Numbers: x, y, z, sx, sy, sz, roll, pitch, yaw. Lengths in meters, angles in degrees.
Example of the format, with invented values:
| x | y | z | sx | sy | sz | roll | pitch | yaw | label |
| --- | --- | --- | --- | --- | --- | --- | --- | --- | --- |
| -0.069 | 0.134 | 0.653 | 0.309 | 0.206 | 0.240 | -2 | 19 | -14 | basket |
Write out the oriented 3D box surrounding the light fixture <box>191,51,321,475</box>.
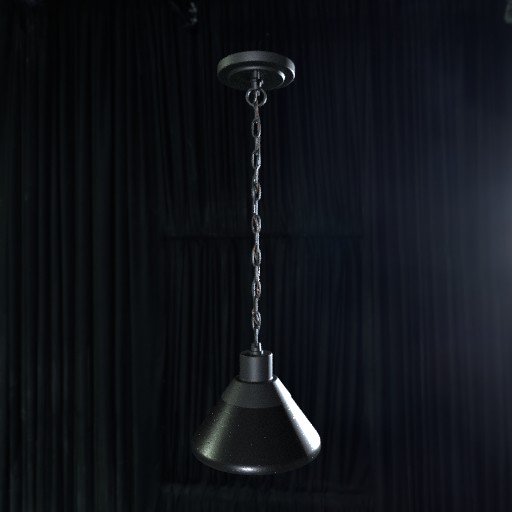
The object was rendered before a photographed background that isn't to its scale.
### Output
| x | y | z | sx | sy | sz | roll | pitch | yaw | label |
| --- | --- | --- | --- | --- | --- | --- | --- | --- | --- |
| 0.000 | 0.000 | 0.695 | 0.201 | 0.588 | 0.201 | 0 | 0 | 1 | light fixture |
